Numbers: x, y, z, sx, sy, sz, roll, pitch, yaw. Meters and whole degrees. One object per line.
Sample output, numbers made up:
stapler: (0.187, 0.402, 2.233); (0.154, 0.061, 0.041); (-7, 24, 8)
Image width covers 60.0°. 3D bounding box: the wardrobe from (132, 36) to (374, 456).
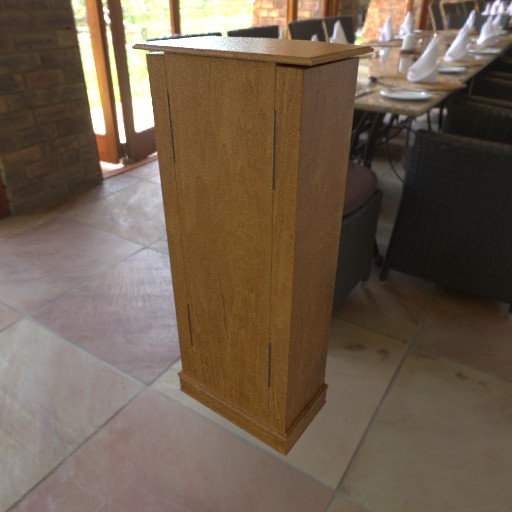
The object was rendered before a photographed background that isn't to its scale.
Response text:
wardrobe: (0.000, 0.000, 1.106); (0.406, 0.959, 0.273); (20, 36, 30)
